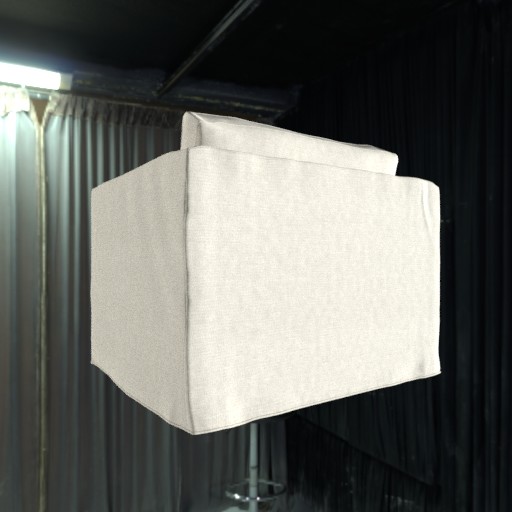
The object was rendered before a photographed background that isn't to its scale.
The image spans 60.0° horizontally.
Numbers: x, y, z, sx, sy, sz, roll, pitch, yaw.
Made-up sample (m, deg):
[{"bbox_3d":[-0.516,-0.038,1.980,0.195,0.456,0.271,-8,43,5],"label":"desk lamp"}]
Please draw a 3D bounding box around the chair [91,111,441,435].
[{"bbox_3d":[0.000,0.000,1.723,1.057,0.867,0.949,0,0,-34],"label":"chair"}]
